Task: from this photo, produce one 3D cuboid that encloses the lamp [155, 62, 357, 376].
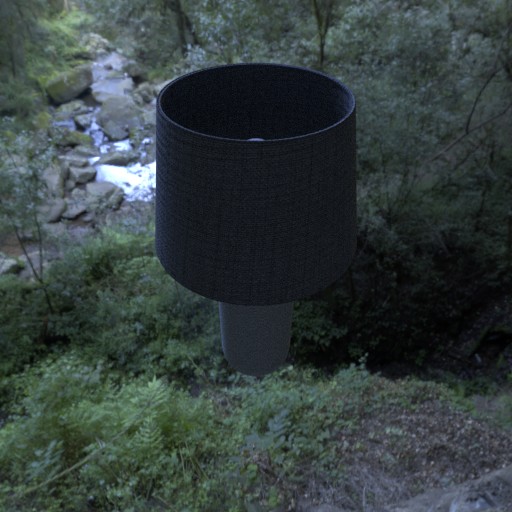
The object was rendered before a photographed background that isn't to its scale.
[{"bbox_3d":[0.000,0.000,0.587,0.251,0.429,0.251,0,41,0],"label":"lamp"}]
